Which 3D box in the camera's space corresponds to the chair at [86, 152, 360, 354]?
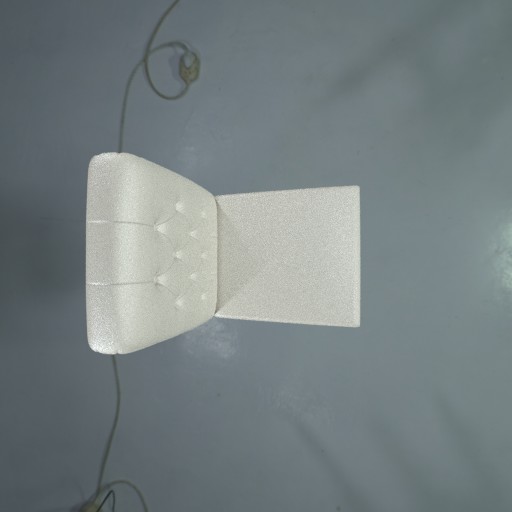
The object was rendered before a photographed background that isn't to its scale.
[{"bbox_3d":[0.000,0.000,1.357,0.671,1.006,0.456,0,89,1],"label":"chair"}]
